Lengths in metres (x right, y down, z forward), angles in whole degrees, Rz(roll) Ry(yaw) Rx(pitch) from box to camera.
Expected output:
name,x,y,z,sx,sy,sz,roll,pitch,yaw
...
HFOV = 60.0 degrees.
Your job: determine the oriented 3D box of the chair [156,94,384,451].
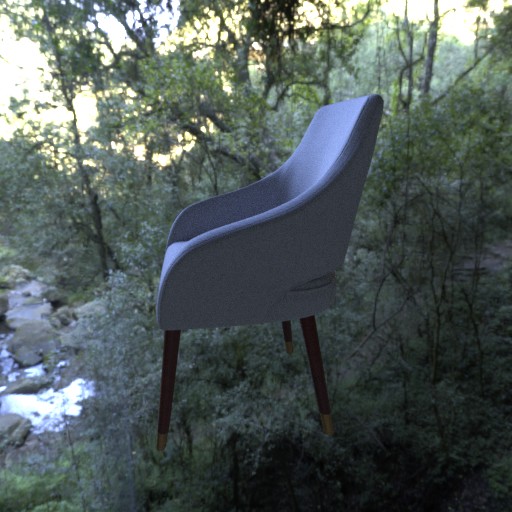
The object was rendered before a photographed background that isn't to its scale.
name,x,y,z,sx,sy,sz,roll,pitch,yaw
chair,0.000,0.000,1.310,0.600,0.889,0.609,-2,15,-9
